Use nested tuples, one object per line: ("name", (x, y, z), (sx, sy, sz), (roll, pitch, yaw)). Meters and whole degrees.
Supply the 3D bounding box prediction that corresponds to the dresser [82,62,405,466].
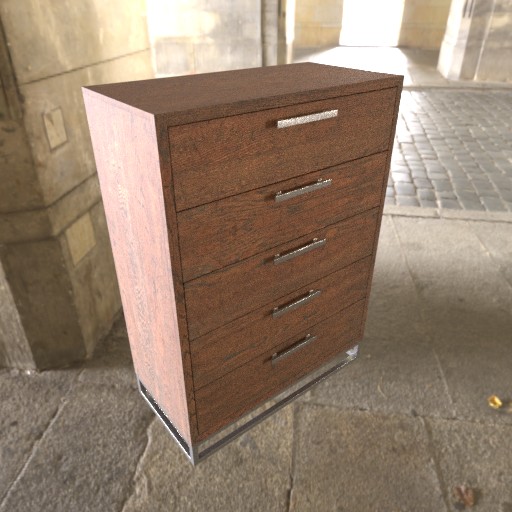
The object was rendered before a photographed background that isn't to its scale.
("dresser", (0.000, 0.000, 1.778), (0.965, 1.321, 0.508), (-22, 37, -32))
